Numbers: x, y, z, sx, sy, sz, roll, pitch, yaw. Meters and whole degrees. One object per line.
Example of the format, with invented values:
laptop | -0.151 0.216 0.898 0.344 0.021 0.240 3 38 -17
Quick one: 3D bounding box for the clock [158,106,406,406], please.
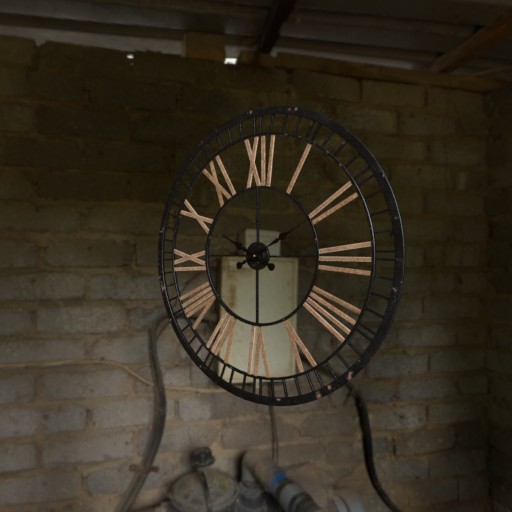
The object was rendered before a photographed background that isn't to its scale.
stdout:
clock | 0.000 0.000 1.266 0.843 0.843 0.025 0 0 37
